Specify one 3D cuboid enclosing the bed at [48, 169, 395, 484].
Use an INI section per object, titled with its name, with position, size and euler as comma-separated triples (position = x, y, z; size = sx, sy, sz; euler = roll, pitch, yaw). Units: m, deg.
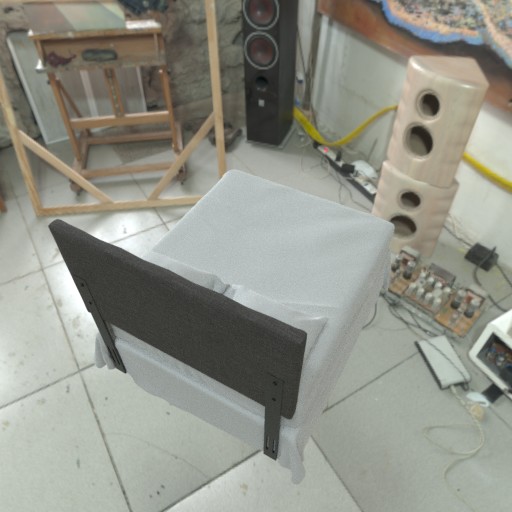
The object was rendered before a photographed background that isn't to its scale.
[bed]
position = 0.000, 0.000, 3.453
size = 1.936, 1.577, 2.222
euler = 22, 51, 20
